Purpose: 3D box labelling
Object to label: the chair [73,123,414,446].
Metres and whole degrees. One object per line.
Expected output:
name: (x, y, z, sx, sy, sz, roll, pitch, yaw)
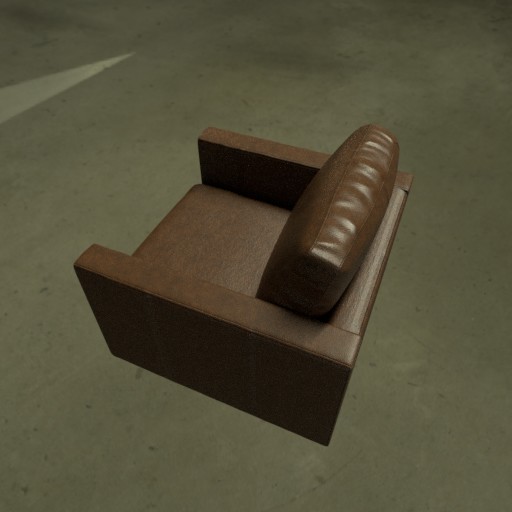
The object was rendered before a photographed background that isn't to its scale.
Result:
chair: (0.000, 0.000, 1.653, 0.909, 0.956, 0.890, 18, 49, 16)
